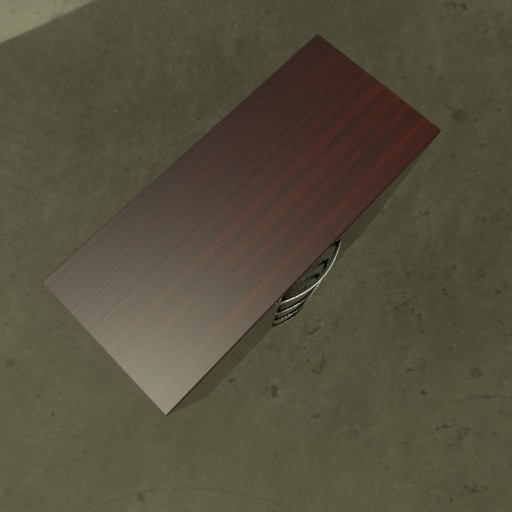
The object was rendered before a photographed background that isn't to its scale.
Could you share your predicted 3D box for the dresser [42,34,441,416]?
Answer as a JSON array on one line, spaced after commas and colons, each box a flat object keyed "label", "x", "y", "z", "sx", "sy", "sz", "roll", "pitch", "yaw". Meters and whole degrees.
[{"label": "dresser", "x": 0.000, "y": 0.000, "z": 1.190, "sx": 0.360, "sy": 0.720, "sz": 0.750, "roll": 43, "pitch": 79, "yaw": 10}]
